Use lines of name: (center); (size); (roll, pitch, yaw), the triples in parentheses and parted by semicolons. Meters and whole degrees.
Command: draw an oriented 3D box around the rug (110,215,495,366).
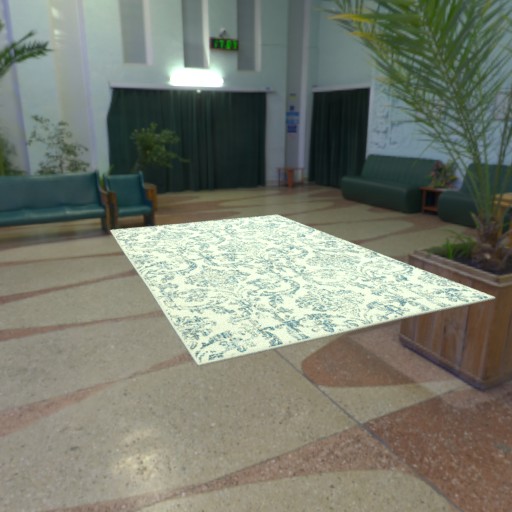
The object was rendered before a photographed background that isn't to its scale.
rug: (0.000, 0.000, 3.421); (1.819, 0.018, 2.746); (-7, 18, -24)
